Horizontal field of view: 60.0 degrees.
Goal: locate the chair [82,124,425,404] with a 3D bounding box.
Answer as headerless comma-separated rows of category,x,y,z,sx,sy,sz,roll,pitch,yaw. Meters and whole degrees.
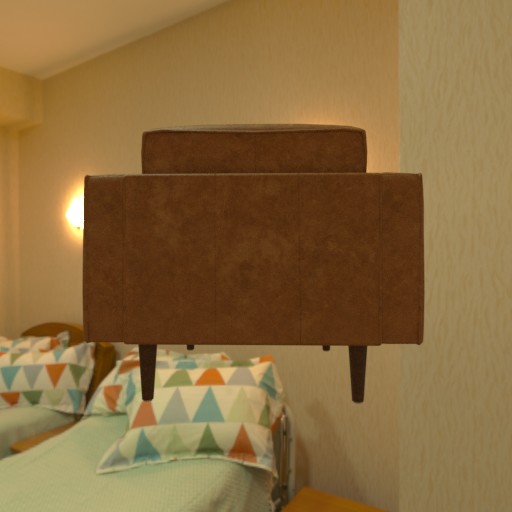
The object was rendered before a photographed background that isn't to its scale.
chair,0.000,0.000,1.515,0.928,0.767,0.798,0,0,2
